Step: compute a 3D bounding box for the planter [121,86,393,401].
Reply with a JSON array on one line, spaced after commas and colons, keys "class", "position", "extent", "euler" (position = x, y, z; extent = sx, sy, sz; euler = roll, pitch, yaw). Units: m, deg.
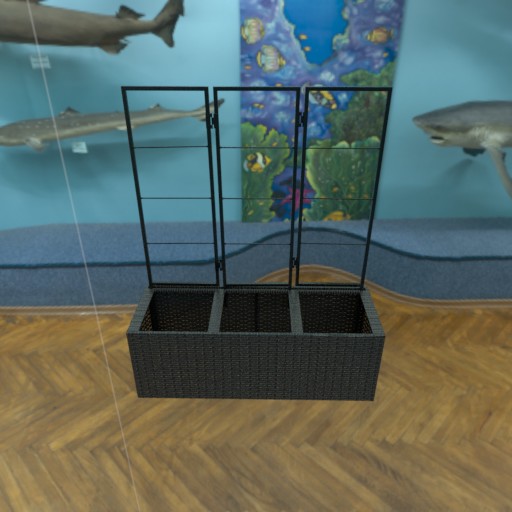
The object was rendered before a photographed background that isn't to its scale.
[{"class": "planter", "position": [0.000, 0.000, 1.207], "extent": [0.699, 0.841, 0.244], "euler": [0, 29, 1]}]
